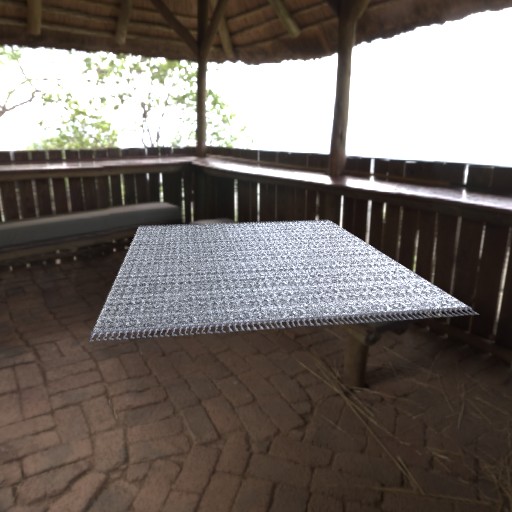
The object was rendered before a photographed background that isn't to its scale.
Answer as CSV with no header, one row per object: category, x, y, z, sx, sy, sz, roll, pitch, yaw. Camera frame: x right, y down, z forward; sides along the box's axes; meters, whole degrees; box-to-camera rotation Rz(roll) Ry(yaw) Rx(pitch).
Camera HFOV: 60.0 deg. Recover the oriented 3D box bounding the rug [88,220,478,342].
rug,0.000,0.000,3.863,2.256,0.013,2.910,-3,16,-9
